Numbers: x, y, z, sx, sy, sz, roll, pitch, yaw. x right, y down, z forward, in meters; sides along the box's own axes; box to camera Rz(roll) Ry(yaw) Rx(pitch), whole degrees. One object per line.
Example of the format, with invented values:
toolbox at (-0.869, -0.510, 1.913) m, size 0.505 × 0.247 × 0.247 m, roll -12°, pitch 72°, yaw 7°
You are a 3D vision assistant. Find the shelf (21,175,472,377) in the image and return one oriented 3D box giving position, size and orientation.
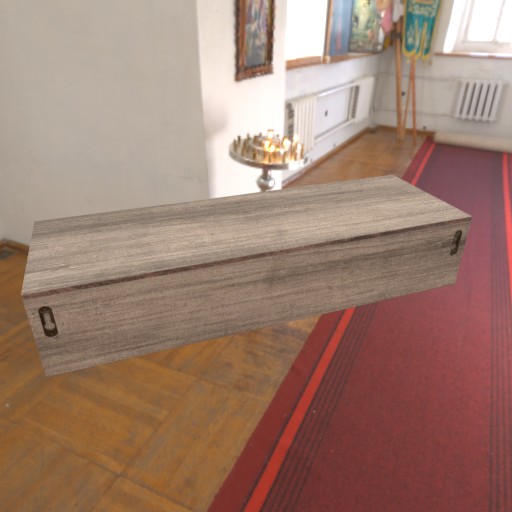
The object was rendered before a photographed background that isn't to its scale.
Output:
shelf at (0.000, 0.000, 0.679) m, size 0.610 × 0.125 × 0.200 m, roll -10°, pitch 31°, yaw -17°
